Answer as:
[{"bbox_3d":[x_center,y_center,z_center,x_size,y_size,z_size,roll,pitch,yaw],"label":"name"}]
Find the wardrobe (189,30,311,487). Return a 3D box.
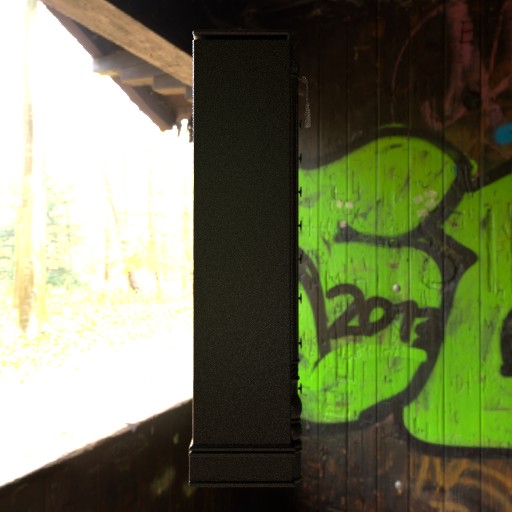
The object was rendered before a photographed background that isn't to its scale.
[{"bbox_3d":[0.000,0.000,1.193,0.295,1.011,0.444,0,0,0],"label":"wardrobe"}]
